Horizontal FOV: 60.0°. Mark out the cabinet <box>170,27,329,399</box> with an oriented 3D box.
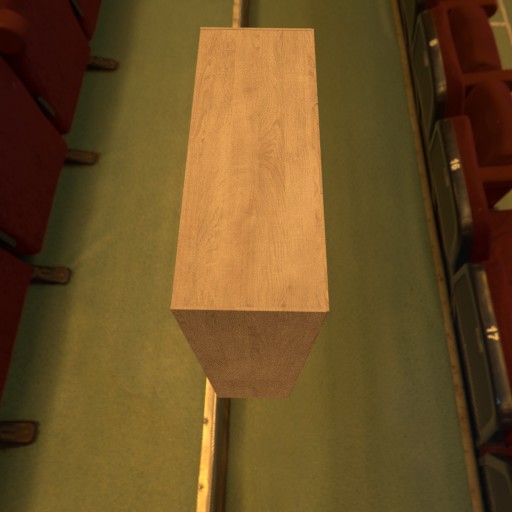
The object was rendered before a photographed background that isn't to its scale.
[{"bbox_3d":[0.000,0.000,2.515,0.510,1.910,1.290,1,64,0],"label":"cabinet"}]
